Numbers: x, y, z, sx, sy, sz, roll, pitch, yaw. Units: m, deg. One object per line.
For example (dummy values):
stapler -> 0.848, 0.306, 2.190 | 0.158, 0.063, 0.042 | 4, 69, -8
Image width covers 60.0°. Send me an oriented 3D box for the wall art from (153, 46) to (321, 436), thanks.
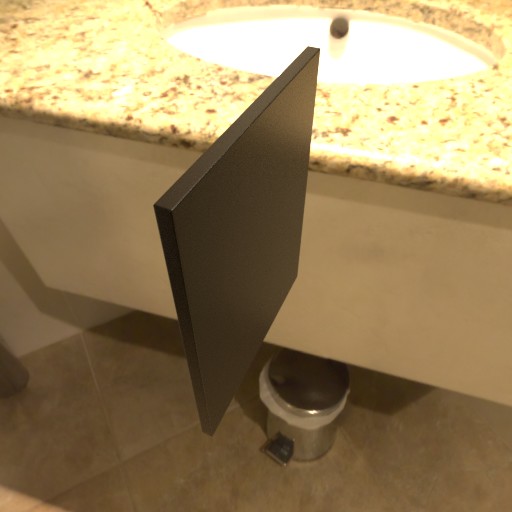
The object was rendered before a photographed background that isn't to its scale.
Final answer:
wall art -> 0.000, 0.000, 1.666 | 0.053, 1.194, 0.950 | 19, 49, 17
